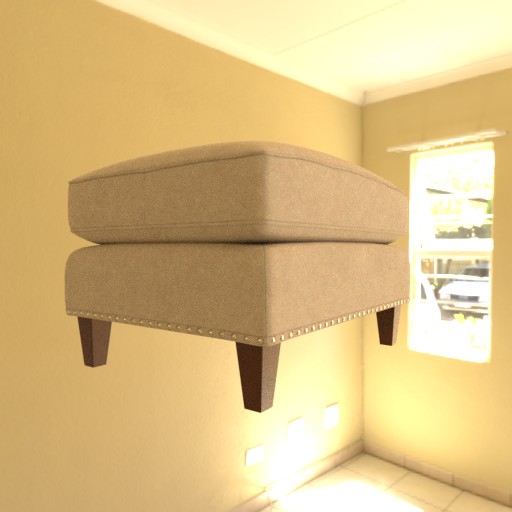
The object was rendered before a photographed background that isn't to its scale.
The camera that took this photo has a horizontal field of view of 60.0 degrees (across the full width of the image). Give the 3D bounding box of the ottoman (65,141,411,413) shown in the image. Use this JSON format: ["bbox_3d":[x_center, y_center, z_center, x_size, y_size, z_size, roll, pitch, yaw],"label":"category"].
[{"bbox_3d":[0.000,0.000,1.159,0.584,0.513,0.741,1,1,36],"label":"ottoman"}]
